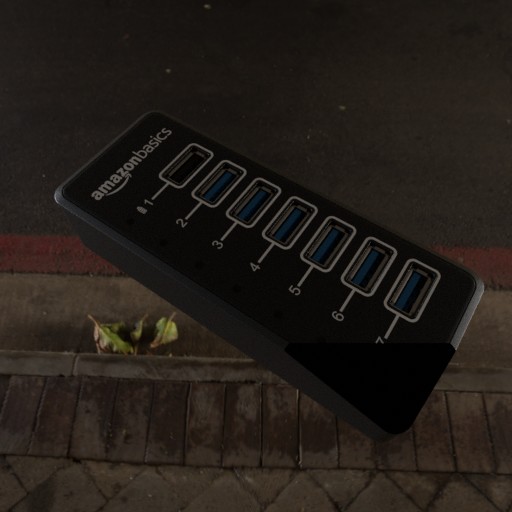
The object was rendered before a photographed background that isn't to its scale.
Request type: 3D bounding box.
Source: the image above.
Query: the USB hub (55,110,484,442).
[{"bbox_3d":[0.000,0.000,0.125,0.110,0.023,0.044,31,64,17],"label":"USB hub"}]
